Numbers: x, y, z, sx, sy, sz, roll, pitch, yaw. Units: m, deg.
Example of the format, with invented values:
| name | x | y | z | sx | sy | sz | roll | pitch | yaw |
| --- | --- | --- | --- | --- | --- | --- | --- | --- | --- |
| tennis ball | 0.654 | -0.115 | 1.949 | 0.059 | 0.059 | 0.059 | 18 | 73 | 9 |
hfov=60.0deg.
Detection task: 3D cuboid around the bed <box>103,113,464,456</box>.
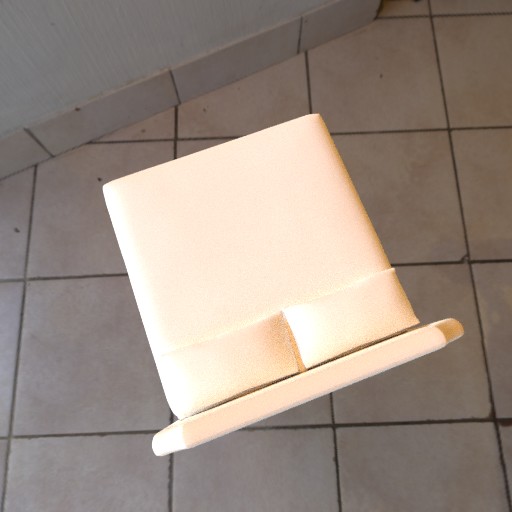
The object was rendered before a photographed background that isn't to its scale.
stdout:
| name | x | y | z | sx | sy | sz | roll | pitch | yaw |
| --- | --- | --- | --- | --- | --- | --- | --- | --- | --- |
| bed | 0.000 | 0.000 | 3.505 | 2.160 | 1.301 | 2.204 | -20 | 76 | -5 |
